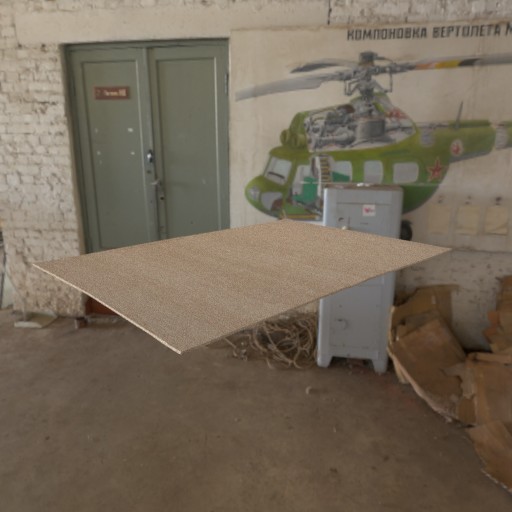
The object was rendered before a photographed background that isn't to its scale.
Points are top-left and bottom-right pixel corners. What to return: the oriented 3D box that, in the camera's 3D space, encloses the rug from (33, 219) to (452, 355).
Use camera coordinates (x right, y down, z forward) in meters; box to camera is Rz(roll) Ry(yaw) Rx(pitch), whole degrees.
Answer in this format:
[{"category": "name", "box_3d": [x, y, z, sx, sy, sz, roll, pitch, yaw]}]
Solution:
[{"category": "rug", "box_3d": [0.000, 0.000, 3.678, 2.869, 0.038, 2.032, -13, 20, -41]}]
